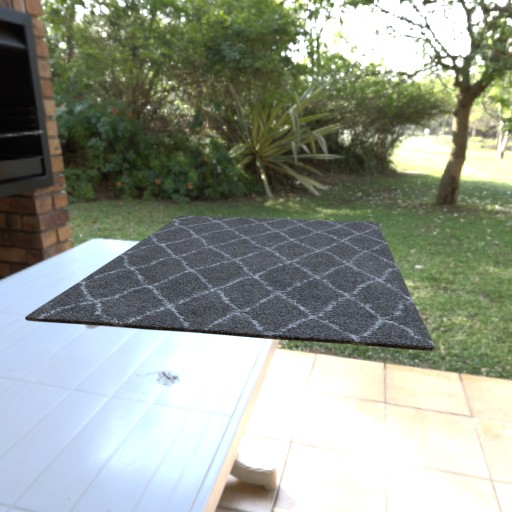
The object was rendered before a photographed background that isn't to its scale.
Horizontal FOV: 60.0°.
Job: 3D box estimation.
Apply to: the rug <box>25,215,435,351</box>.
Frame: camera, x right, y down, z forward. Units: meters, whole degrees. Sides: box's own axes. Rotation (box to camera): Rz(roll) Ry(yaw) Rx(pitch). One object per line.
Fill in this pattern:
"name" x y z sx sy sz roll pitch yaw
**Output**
"rug" 0.000 0.000 3.994 2.438 0.029 3.047 3 18 9
